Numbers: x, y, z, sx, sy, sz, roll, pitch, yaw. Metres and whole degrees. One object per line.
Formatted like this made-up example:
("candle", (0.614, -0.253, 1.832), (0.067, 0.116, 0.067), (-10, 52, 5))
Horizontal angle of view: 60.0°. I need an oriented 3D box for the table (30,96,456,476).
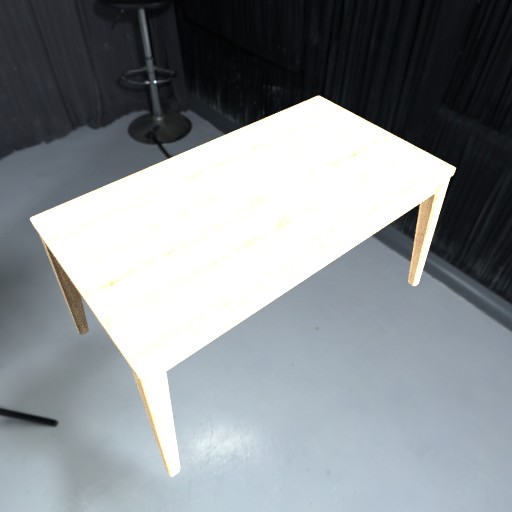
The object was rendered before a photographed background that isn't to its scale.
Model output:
("table", (0.000, 0.000, 2.069), (1.600, 0.760, 0.900), (-31, 54, -26))
